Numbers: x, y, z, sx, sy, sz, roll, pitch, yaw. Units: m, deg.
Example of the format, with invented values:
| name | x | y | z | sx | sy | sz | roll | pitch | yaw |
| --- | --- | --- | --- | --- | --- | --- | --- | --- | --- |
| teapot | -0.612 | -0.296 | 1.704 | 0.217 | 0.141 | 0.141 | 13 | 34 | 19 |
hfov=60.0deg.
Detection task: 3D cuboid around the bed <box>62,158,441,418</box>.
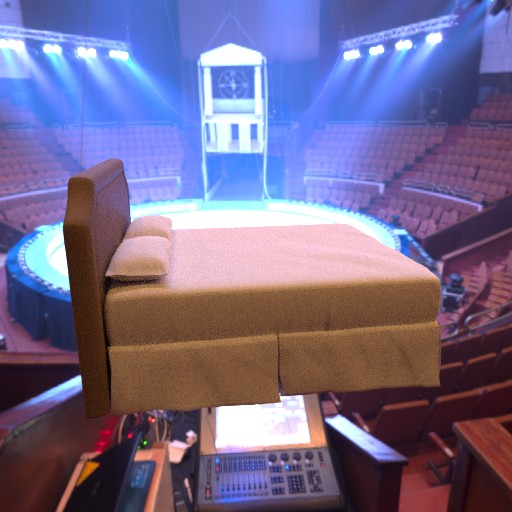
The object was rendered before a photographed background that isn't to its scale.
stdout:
| name | x | y | z | sx | sy | sz | roll | pitch | yaw |
| --- | --- | --- | --- | --- | --- | --- | --- | --- | --- |
| bed | 0.000 | 0.000 | 3.137 | 2.116 | 1.290 | 1.693 | -3 | 17 | -9 |
